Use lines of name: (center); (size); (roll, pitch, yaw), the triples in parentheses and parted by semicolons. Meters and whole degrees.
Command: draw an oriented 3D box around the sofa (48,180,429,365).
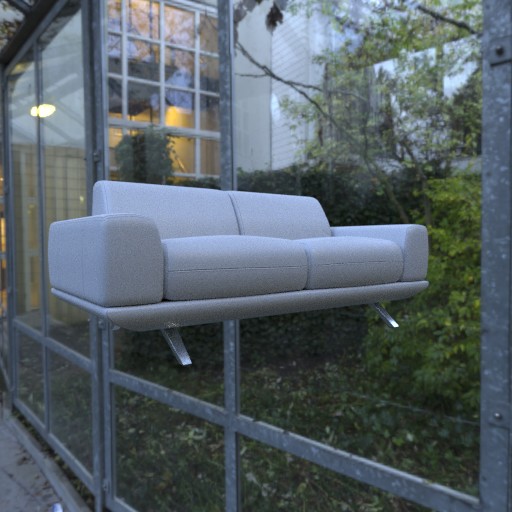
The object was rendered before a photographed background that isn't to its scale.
sofa: (0.000, 0.000, 2.378); (1.901, 0.772, 0.900); (-1, 2, -36)
